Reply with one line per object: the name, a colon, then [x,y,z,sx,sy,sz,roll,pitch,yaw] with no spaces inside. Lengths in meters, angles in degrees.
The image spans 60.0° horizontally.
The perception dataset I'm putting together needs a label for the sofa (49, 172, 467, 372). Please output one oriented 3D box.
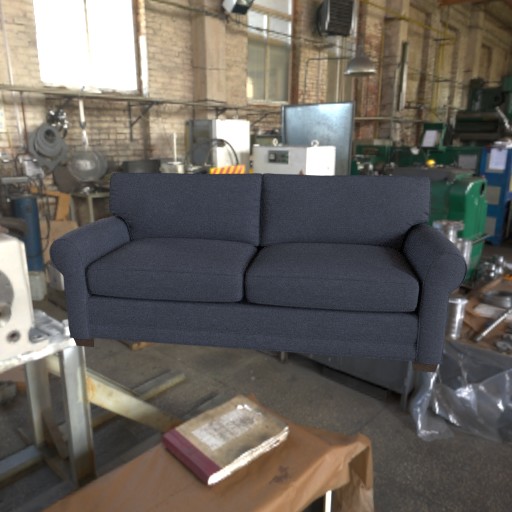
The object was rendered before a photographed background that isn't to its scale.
sofa: [0.000,0.000,2.895,2.391,1.026,0.954,2,15,9]
